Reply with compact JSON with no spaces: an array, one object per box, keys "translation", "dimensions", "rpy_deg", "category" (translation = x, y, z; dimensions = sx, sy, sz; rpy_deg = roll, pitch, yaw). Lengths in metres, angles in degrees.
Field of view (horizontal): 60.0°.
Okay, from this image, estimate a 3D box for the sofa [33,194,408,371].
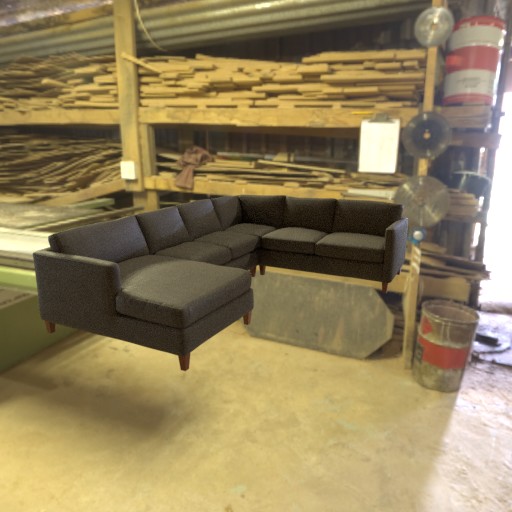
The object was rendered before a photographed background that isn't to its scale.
[{"translation":[0.000,0.000,4.739],"dimensions":[2.594,0.961,3.460],"rpy_deg":[7,16,27],"category":"sofa"}]
